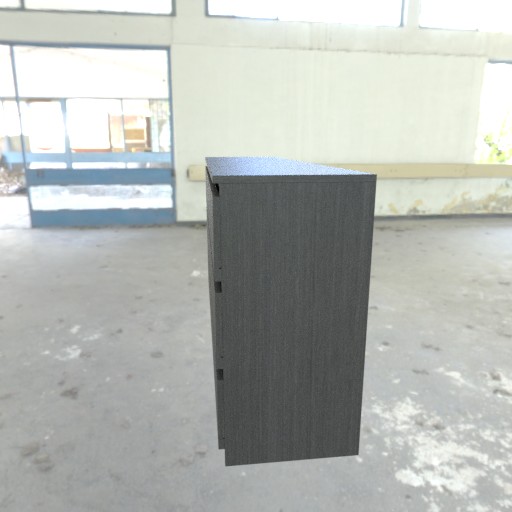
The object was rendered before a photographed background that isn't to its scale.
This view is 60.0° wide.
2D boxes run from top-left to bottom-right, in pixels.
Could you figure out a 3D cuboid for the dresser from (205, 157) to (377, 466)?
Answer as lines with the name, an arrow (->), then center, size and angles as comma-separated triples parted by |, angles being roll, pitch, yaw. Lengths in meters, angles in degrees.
dresser -> 0.000, 0.000, 1.918 | 0.400, 0.795, 1.590 | -2, 14, -7
